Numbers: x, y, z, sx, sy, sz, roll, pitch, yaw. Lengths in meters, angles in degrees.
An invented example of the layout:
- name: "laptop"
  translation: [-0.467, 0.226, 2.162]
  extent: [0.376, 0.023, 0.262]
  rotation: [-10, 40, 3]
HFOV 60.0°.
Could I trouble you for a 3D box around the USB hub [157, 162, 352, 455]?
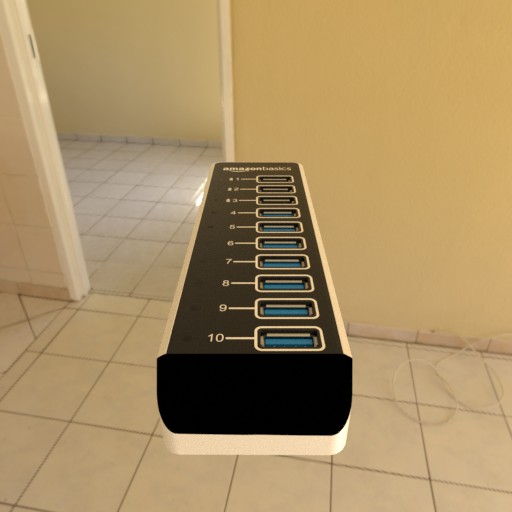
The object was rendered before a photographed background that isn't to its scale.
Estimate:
- name: "USB hub"
  translation: [0.000, 0.000, 0.160]
  extent: [0.044, 0.023, 0.145]
  rotation: [0, 30, 0]
